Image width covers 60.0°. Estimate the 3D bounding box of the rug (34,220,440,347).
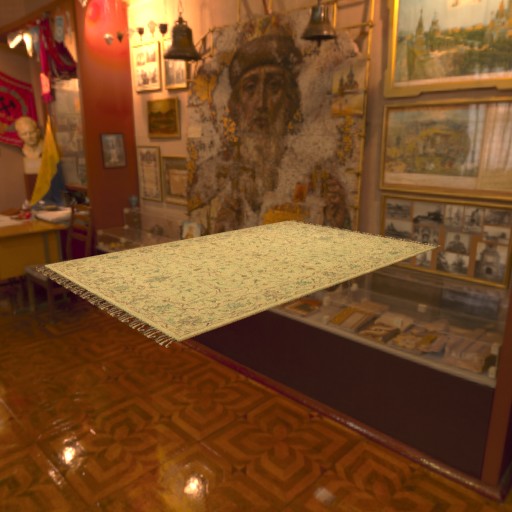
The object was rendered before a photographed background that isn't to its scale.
[{"bbox_3d":[0.000,0.000,3.068,2.435,0.010,1.544,-14,20,-42],"label":"rug"}]
